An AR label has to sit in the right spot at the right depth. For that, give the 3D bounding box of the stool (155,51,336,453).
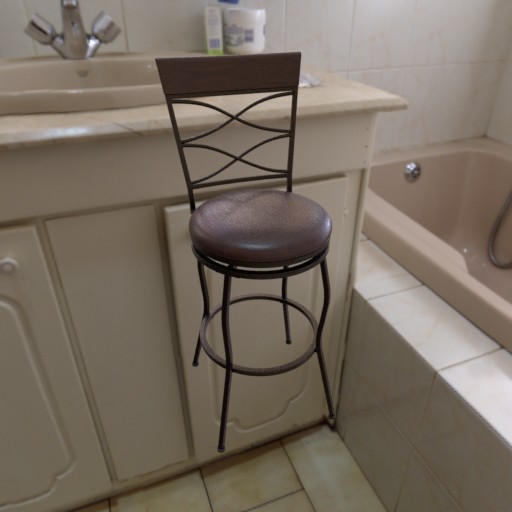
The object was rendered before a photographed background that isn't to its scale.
[{"bbox_3d":[0.000,0.000,1.419,0.448,1.130,0.513,-10,33,-16],"label":"stool"}]
